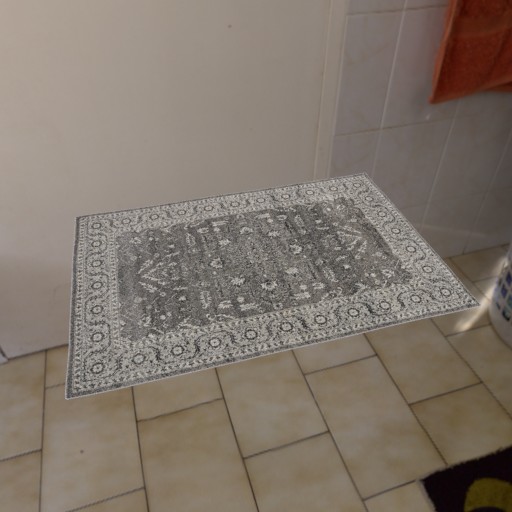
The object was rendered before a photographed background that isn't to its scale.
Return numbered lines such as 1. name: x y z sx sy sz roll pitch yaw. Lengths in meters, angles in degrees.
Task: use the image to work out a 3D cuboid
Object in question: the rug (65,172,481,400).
1. rug: 0.000 0.000 2.288 1.828 0.019 1.209 -10 43 -11
